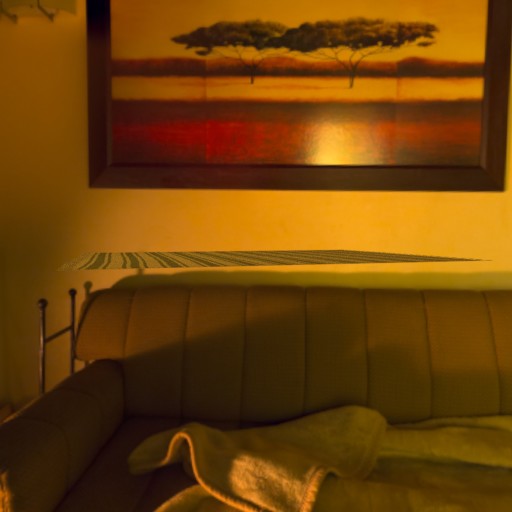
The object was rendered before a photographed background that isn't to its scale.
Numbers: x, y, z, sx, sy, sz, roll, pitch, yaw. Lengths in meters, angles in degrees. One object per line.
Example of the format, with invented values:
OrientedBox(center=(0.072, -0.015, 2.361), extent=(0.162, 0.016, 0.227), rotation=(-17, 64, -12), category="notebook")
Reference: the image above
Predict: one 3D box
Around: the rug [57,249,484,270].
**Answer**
OrientedBox(center=(0.000, 0.000, 4.182), extent=(3.201, 0.005, 2.439), rotation=(-1, 3, -17), category="rug")
